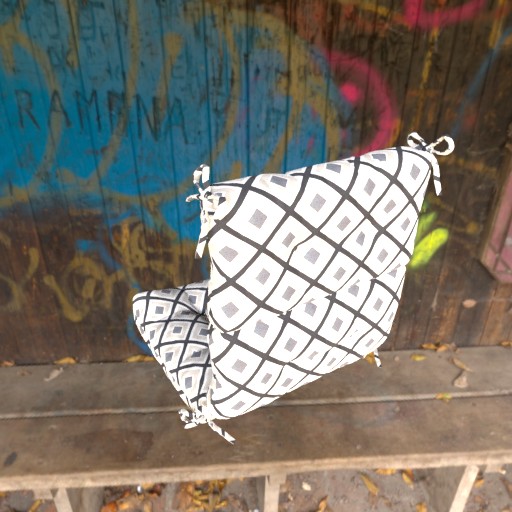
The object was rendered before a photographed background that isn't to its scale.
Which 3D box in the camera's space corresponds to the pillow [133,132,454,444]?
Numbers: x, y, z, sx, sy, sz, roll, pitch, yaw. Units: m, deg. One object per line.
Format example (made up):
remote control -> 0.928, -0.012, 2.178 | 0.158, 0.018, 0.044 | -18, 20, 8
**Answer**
pillow -> 0.000, 0.000, 1.013 | 0.519, 0.605, 0.571 | -17, 33, -27
